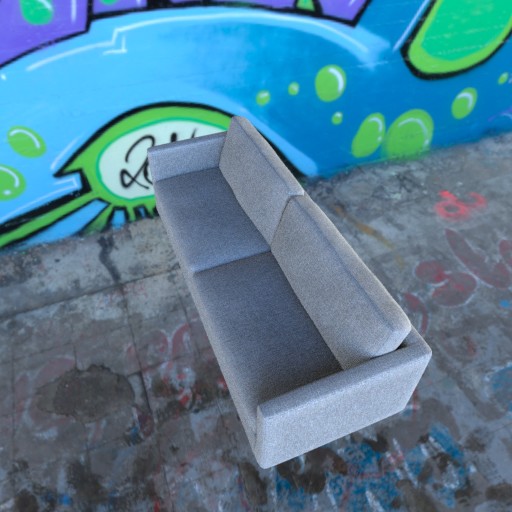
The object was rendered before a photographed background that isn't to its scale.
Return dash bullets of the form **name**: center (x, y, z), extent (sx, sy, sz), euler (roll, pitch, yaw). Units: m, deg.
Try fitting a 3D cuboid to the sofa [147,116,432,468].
- **sofa**: center (0.000, 0.000, 3.040), extent (0.948, 0.951, 2.434), euler (-16, 48, -15)
